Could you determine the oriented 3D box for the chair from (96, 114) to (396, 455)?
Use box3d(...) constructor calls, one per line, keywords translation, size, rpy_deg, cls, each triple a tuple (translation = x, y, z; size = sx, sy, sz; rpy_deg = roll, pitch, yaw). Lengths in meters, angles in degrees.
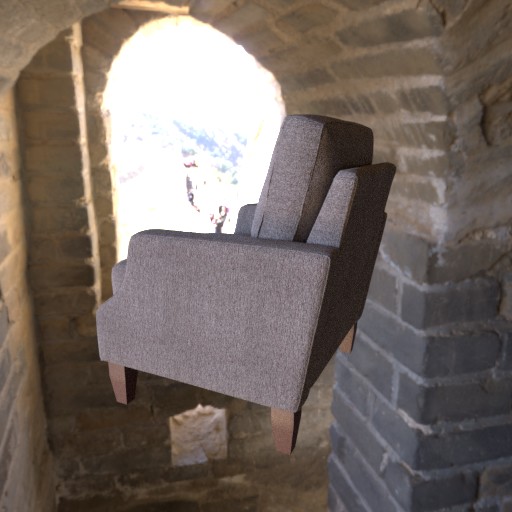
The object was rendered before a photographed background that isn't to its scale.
box3d(translation=(0.000, 0.000, 1.680), size=(0.897, 0.993, 0.855), rpy_deg=(6, 15, 25), cls="chair")
